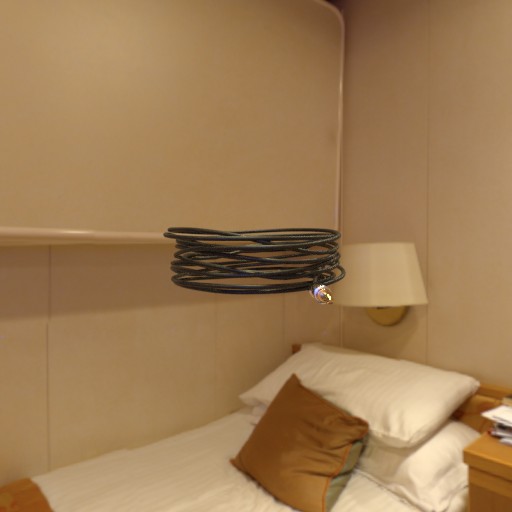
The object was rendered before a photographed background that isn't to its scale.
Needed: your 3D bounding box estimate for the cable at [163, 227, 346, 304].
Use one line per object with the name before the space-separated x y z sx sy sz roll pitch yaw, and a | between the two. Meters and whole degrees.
cable | 0.000 0.000 0.507 0.198 0.069 0.432 0 1 1
